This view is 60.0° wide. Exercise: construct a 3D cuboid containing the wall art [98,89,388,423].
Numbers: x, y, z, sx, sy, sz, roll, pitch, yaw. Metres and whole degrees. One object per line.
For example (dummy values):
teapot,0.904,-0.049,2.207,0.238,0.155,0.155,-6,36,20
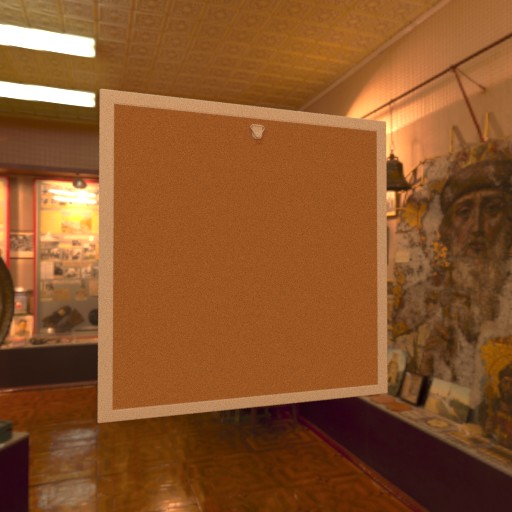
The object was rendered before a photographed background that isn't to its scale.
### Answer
wall art,0.000,0.000,1.139,0.761,0.762,0.050,0,-1,-18
